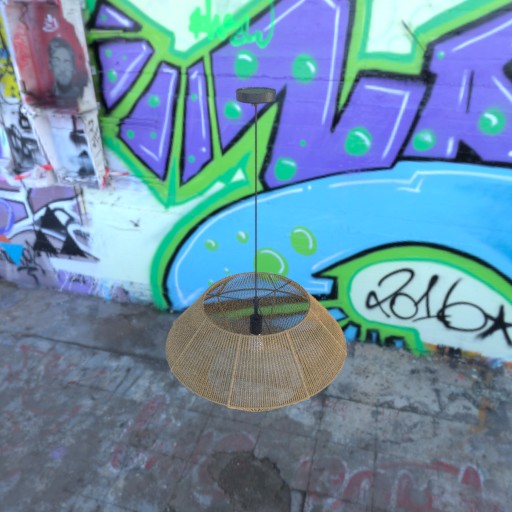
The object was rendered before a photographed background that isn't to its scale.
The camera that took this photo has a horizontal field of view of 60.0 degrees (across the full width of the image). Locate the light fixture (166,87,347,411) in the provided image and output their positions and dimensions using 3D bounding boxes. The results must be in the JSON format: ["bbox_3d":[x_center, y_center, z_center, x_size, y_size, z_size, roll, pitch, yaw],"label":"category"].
[{"bbox_3d":[0.000,0.000,1.422,0.643,1.009,0.643,0,30,0],"label":"light fixture"}]
